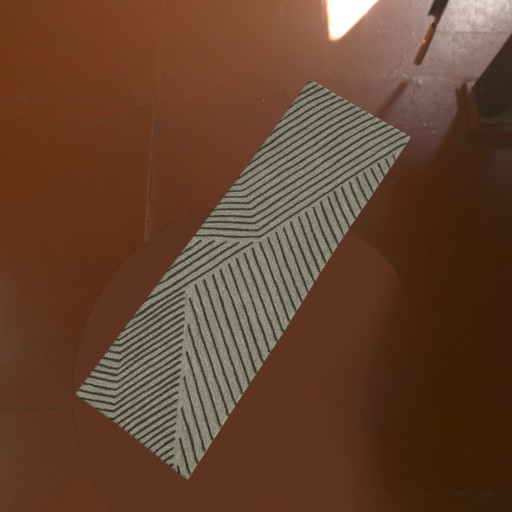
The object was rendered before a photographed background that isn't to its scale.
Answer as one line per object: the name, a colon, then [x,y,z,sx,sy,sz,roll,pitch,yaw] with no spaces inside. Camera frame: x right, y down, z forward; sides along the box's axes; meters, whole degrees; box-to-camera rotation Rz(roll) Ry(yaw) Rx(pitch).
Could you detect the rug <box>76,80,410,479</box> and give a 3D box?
rug: [0.000,0.000,2.660,0.773,0.020,2.439,33,78,8]
